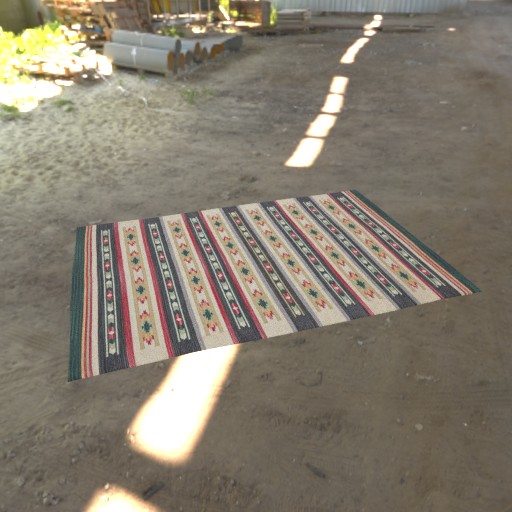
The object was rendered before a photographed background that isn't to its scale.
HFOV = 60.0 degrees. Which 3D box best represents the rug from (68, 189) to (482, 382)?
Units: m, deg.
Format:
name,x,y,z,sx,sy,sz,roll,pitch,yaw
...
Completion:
name,x,y,z,sx,sy,sz,roll,pitch,yaw
rug,0.000,0.000,2.319,1.825,0.009,1.221,-9,33,-15
